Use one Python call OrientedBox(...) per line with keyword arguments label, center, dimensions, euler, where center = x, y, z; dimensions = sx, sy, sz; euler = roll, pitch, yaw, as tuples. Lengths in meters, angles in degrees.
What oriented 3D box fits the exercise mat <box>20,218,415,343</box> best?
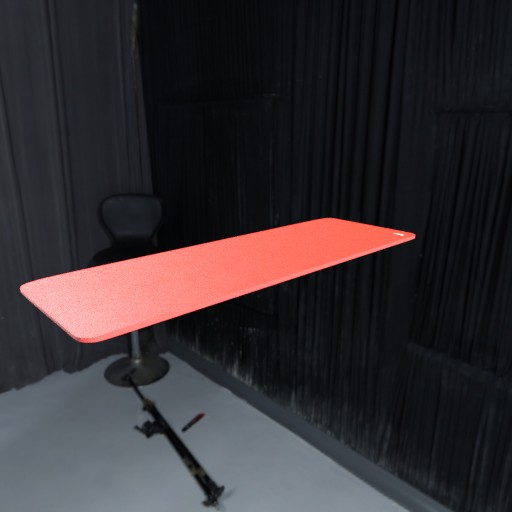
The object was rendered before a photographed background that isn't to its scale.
OrientedBox(label="exercise mat", center=(0.000, 0.000, 2.044), dimensions=(1.869, 0.021, 0.616), euler=(-15, 22, -40))
